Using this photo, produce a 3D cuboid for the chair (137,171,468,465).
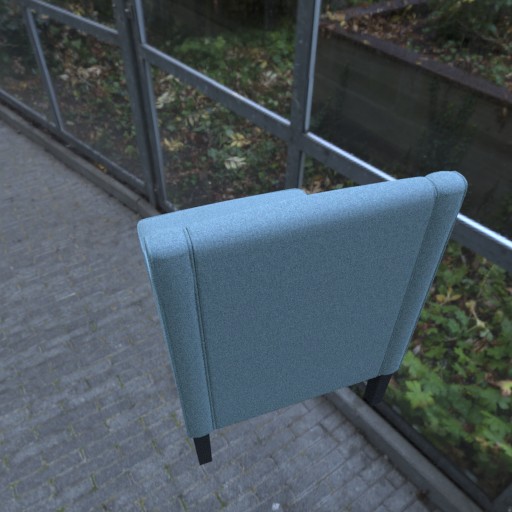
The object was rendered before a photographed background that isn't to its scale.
[{"bbox_3d":[0.000,0.000,1.788,0.857,1.133,1.025,-13,44,-14],"label":"chair"}]
